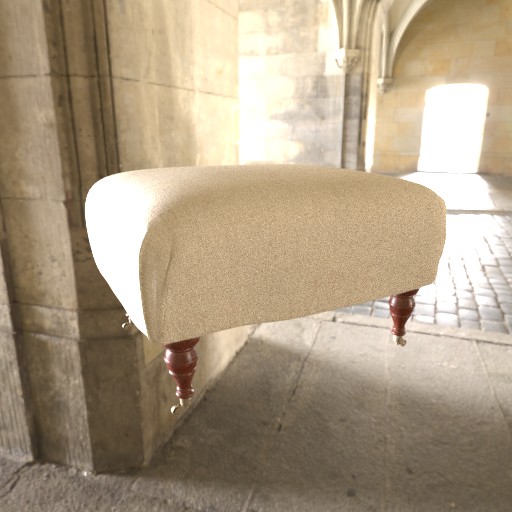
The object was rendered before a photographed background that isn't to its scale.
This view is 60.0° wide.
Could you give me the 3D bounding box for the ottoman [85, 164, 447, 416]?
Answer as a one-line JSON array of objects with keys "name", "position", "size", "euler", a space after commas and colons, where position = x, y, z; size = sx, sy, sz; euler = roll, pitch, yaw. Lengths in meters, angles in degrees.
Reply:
[{"name": "ottoman", "position": [0.000, 0.000, 1.129], "size": [0.747, 0.450, 0.622], "euler": [-8, 18, -27]}]
